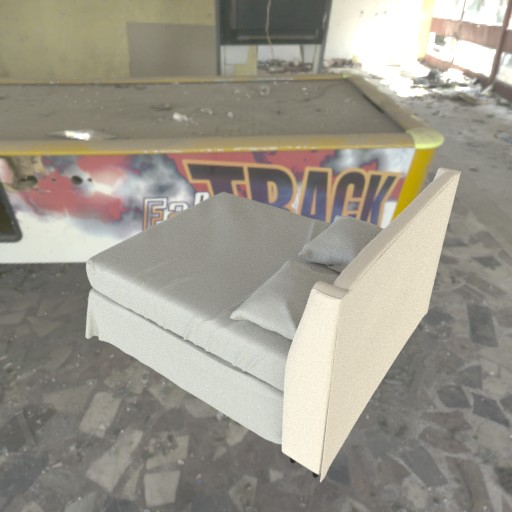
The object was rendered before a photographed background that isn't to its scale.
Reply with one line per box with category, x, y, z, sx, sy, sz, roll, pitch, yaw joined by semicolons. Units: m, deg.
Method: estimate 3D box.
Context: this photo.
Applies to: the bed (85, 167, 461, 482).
bed;0.000;0.000;3.393;2.276;1.332;1.925;20;37;30
